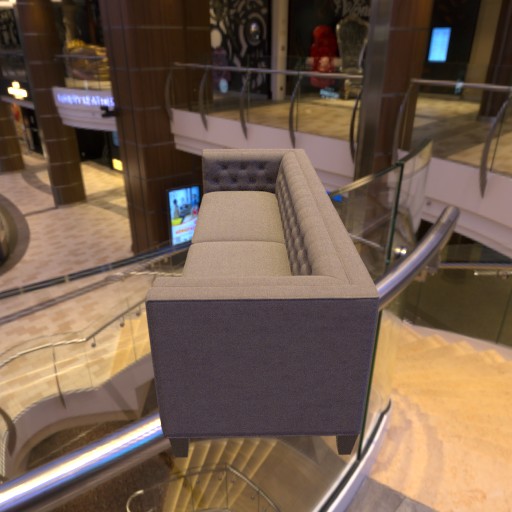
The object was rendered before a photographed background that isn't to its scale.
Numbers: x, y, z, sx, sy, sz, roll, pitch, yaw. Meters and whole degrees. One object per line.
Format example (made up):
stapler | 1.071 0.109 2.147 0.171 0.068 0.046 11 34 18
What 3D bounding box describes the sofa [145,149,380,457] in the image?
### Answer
sofa | 0.000 0.000 2.561 0.775 0.762 2.159 -1 26 -1
